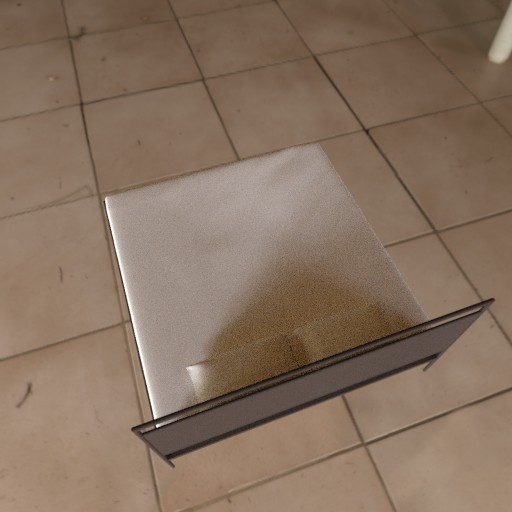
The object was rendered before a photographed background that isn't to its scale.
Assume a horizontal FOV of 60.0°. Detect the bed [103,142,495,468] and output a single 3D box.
[{"bbox_3d":[0.000,0.000,3.262,1.993,1.173,2.151,-17,59,-11],"label":"bed"}]
